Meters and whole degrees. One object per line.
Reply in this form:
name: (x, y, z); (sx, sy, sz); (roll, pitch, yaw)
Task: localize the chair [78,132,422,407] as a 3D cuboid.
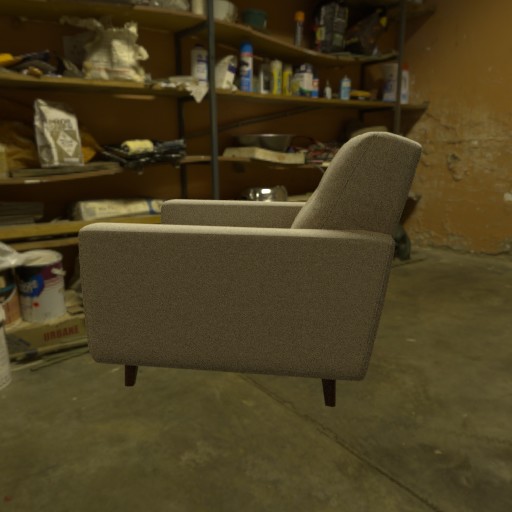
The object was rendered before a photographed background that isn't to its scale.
chair: (0.000, 0.000, 1.836); (1.128, 0.965, 0.897); (2, 13, 9)
